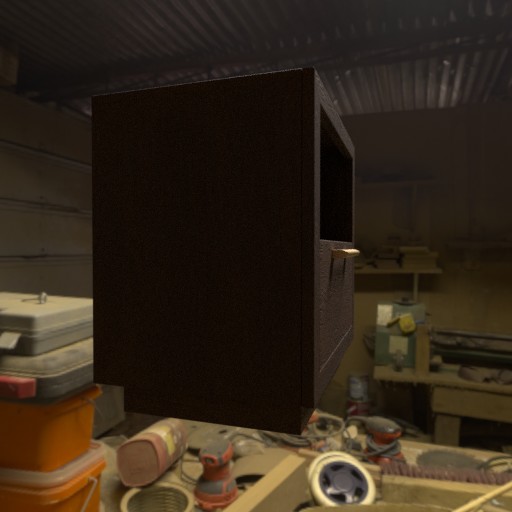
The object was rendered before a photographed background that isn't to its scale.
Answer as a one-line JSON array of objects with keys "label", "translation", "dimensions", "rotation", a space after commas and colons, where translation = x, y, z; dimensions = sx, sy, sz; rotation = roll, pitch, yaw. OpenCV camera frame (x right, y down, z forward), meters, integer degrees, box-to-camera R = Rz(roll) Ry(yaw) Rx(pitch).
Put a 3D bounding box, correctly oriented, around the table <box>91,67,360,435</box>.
[{"label": "table", "translation": [0.000, 0.000, 0.999], "dimensions": [0.439, 0.585, 0.560], "rotation": [0, 1, 19]}]
